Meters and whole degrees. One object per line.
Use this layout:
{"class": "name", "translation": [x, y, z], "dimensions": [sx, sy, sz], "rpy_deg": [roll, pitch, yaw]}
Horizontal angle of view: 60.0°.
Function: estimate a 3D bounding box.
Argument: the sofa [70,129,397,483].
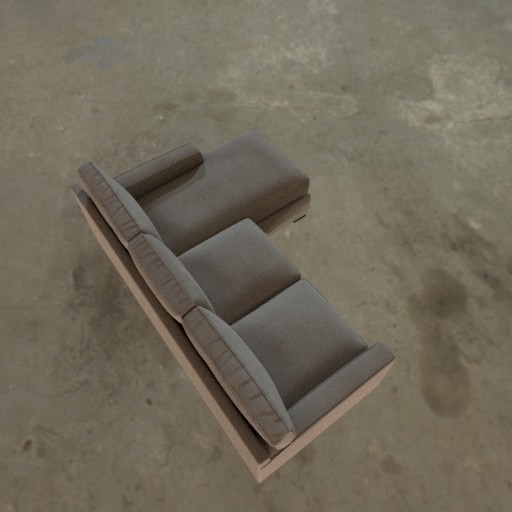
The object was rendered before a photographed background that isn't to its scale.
{"class": "sofa", "translation": [0.000, 0.000, 2.870], "dimensions": [1.496, 0.861, 2.087], "rpy_deg": [-32, 62, -19]}
